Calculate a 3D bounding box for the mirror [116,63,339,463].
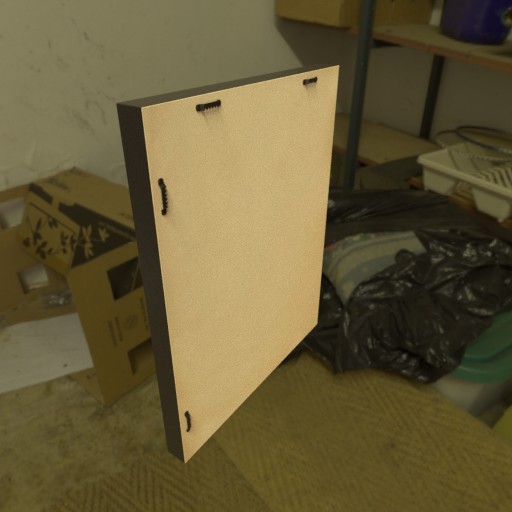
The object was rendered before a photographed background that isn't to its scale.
[{"bbox_3d":[0.000,0.000,0.682,0.041,0.509,0.406,19,35,30],"label":"mirror"}]
